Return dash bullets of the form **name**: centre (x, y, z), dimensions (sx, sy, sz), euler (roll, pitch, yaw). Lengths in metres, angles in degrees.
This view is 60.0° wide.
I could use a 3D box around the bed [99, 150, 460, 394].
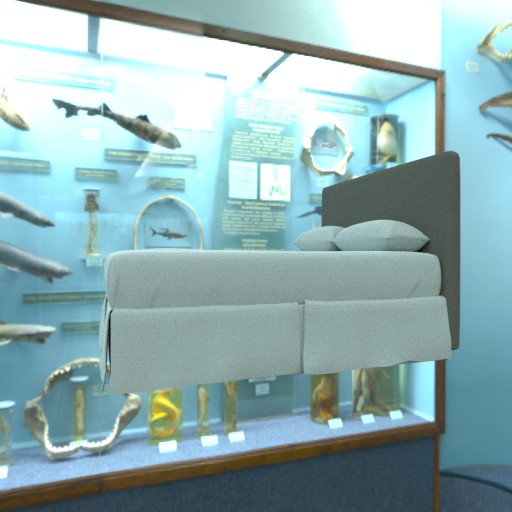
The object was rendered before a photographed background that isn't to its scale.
- **bed**: centre (0.000, 0.000, 3.202), dimensions (2.142, 1.330, 1.748), euler (0, 0, -19)
